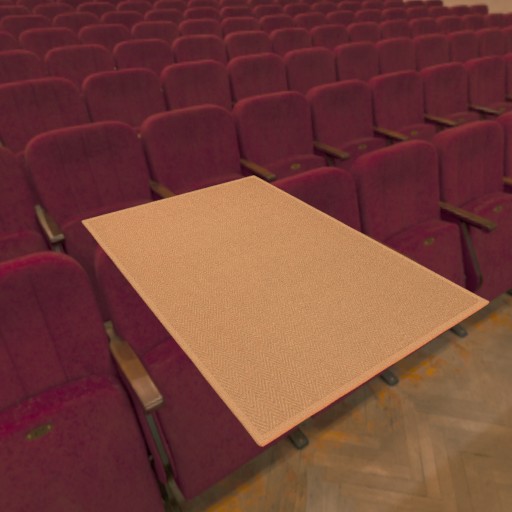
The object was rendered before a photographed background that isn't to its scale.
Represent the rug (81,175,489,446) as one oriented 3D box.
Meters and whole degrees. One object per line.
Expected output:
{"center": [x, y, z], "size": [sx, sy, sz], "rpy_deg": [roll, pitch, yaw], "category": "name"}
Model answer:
{"center": [0.000, 0.000, 2.814], "size": [1.532, 0.017, 2.244], "rpy_deg": [-20, 37, -29], "category": "rug"}
